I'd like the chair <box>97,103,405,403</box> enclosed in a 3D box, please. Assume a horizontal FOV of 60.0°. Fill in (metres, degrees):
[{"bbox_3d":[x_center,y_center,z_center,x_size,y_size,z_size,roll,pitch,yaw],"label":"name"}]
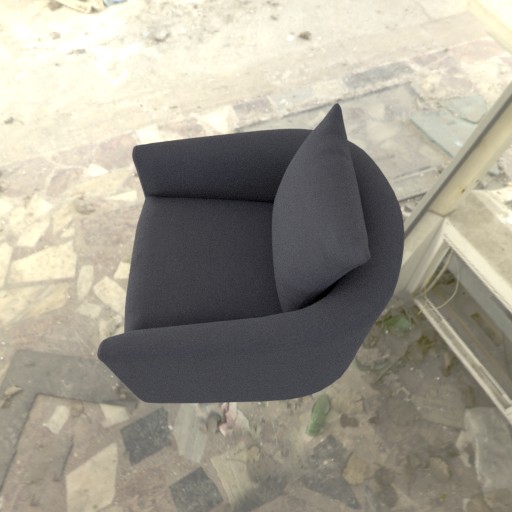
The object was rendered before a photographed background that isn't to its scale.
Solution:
[{"bbox_3d":[0.000,0.000,1.571,0.910,0.848,0.845,-1,58,-1],"label":"chair"}]
